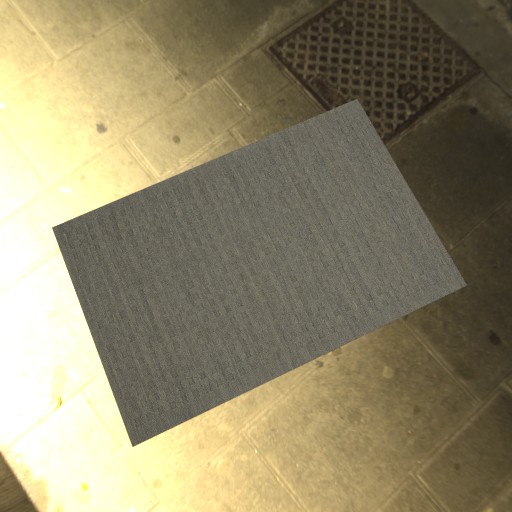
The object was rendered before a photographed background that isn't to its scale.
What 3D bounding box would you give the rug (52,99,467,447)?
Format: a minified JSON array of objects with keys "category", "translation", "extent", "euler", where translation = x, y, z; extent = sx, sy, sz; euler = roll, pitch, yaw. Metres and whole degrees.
[{"category":"rug","translation":[0.000,0.000,2.209],"extent":[1.752,0.006,1.142],"euler":[-24,77,-6]}]
